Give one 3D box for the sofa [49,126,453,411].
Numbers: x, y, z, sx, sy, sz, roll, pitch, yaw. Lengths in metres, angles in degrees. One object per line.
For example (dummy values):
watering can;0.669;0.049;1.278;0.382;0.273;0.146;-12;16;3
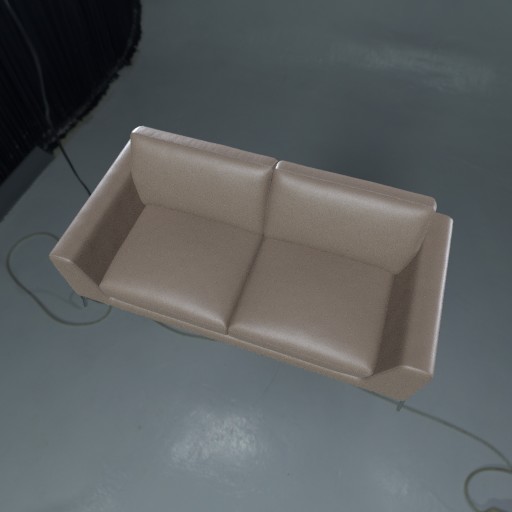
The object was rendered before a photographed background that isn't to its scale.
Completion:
sofa;0.000;0.000;2.529;2.017;0.875;0.953;16;59;10
